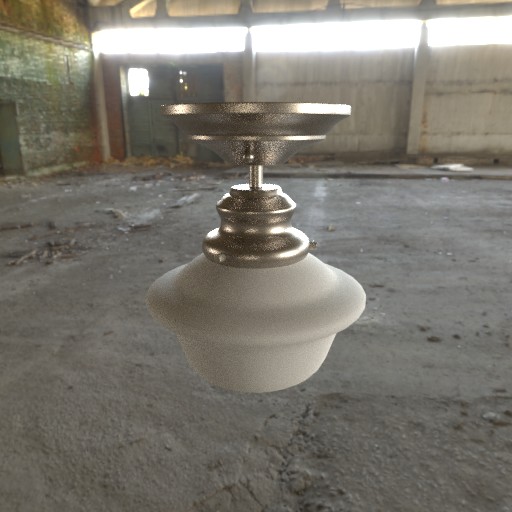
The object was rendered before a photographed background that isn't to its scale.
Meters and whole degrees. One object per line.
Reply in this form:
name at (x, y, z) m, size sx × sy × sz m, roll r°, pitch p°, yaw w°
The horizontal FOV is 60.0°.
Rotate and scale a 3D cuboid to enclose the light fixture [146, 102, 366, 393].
light fixture at (0.000, 0.000, 0.397) m, size 0.199 × 0.254 × 0.199 m, roll 0°, pitch 16°, yaw 0°
